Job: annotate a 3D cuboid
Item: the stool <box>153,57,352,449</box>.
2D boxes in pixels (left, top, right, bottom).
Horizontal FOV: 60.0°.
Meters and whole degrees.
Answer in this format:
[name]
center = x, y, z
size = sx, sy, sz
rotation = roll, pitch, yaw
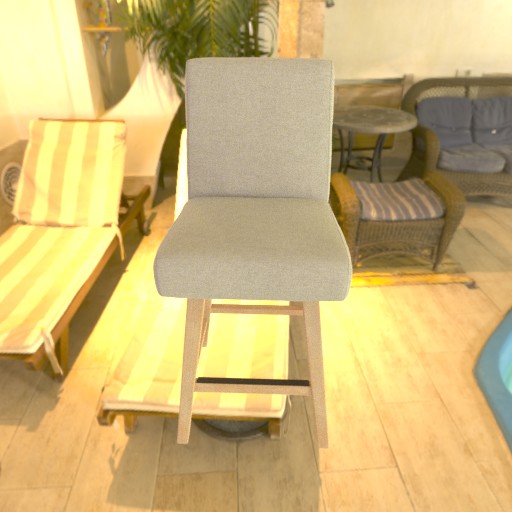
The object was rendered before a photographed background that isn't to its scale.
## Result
[stool]
center = 0.000, 0.000, 1.387
size = 0.507, 1.085, 0.606
rotation = 1, 30, 2
